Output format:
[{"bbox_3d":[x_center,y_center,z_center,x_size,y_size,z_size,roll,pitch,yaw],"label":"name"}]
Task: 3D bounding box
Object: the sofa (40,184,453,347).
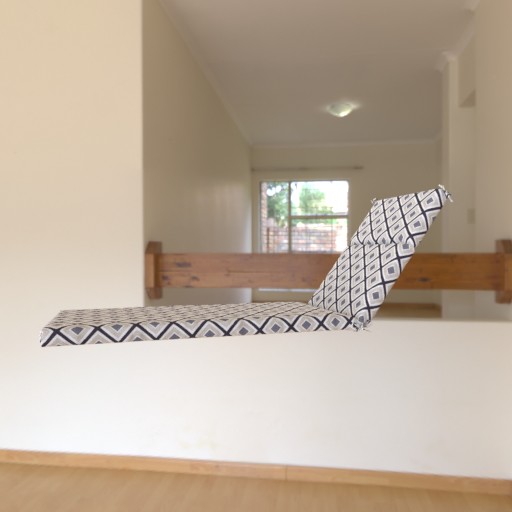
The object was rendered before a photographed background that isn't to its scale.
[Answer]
[{"bbox_3d":[0.000,0.000,1.951,1.663,0.622,0.582,0,0,-17],"label":"sofa"}]
